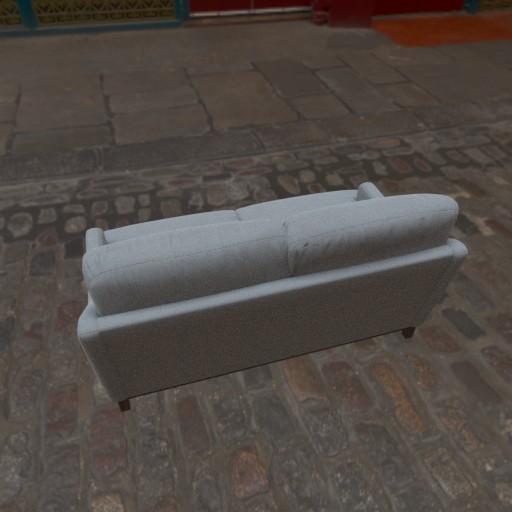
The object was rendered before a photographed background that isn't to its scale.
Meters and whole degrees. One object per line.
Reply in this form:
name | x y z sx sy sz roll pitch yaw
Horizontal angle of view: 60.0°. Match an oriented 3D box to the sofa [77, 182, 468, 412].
sofa | 0.000 0.000 2.173 1.589 0.921 0.987 -11 42 -12
